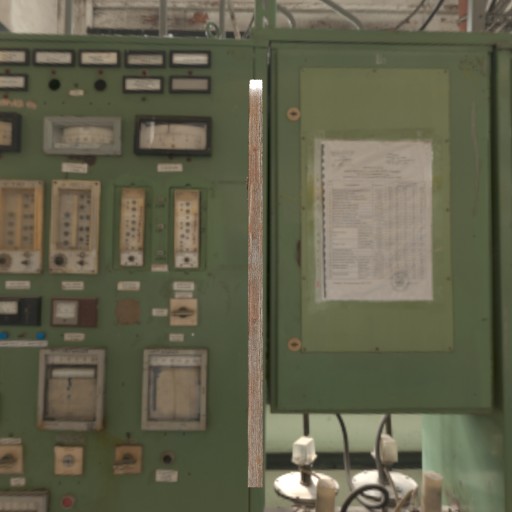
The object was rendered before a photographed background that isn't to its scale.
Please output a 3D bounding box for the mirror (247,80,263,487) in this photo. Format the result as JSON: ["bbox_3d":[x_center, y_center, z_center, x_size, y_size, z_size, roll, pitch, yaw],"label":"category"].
[{"bbox_3d":[0.000,0.000,1.206,0.032,0.920,0.660,0,-2,0],"label":"mirror"}]
